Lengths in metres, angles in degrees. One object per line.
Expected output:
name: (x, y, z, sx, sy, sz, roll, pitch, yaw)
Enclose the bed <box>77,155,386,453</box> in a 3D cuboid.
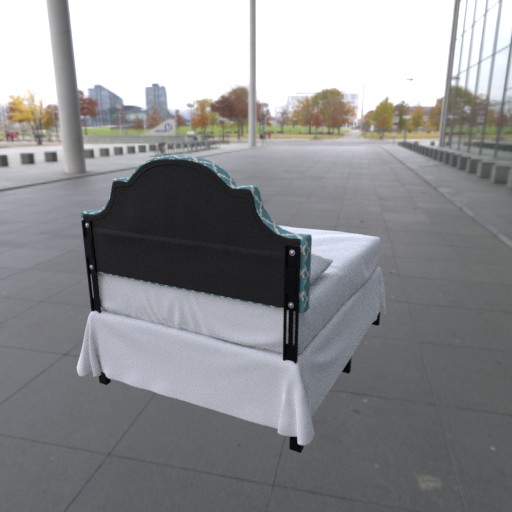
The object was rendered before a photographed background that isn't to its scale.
bed: (0.000, 0.000, 3.485, 1.780, 1.633, 2.222, 8, 18, 27)
